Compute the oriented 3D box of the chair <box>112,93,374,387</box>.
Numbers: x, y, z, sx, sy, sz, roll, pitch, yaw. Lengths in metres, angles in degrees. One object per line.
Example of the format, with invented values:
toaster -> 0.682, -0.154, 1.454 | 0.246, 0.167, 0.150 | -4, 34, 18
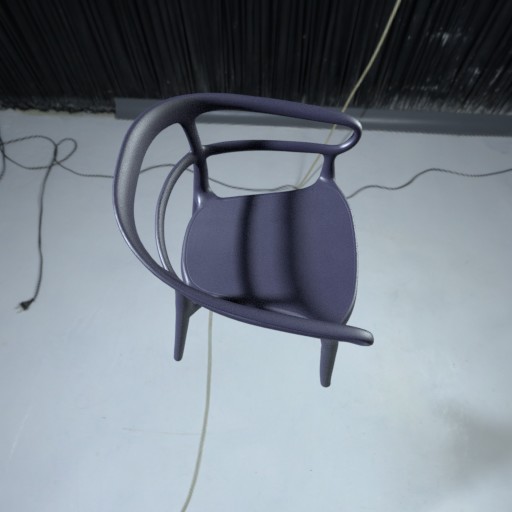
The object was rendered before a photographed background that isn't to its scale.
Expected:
chair -> 0.000, 0.000, 1.170 | 0.527, 0.761, 0.559 | 3, 64, 2
